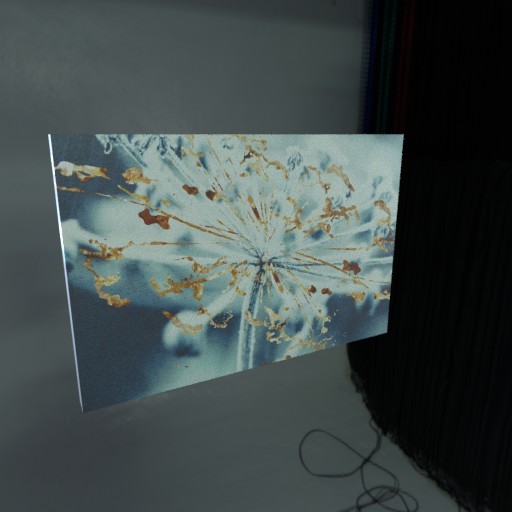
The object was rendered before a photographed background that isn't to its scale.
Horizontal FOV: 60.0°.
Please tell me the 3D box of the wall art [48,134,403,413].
[{"bbox_3d":[0.000,0.000,0.766,0.607,0.405,0.036,-8,17,-27],"label":"wall art"}]
